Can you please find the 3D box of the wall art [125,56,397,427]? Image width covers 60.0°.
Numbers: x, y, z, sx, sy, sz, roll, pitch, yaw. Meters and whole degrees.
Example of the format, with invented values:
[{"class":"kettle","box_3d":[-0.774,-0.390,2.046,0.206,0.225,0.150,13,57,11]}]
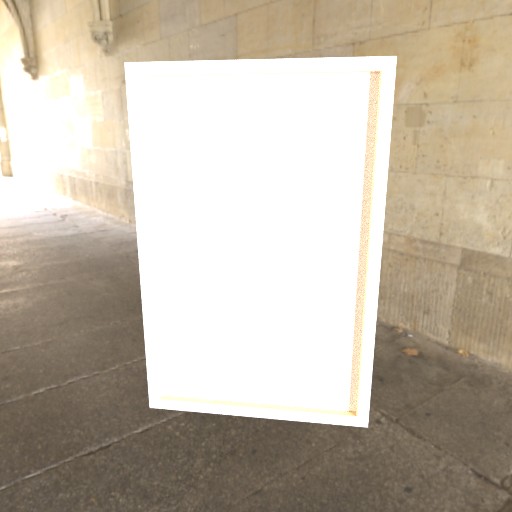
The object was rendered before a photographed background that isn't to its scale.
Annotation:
[{"class":"wall art","box_3d":[0.000,0.000,1.120,0.607,0.912,0.038,2,16,8]}]
